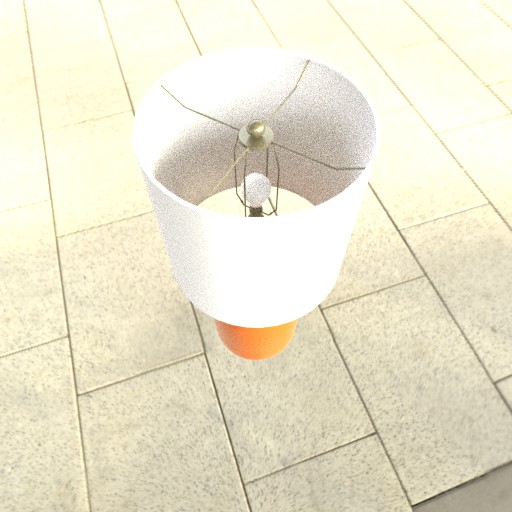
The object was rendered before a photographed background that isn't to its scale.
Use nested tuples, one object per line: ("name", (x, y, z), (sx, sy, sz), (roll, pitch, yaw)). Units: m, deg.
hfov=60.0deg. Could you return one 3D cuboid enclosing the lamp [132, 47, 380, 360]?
("lamp", (0.000, 0.000, 1.122), (0.418, 0.871, 0.418), (-18, 60, -11))
